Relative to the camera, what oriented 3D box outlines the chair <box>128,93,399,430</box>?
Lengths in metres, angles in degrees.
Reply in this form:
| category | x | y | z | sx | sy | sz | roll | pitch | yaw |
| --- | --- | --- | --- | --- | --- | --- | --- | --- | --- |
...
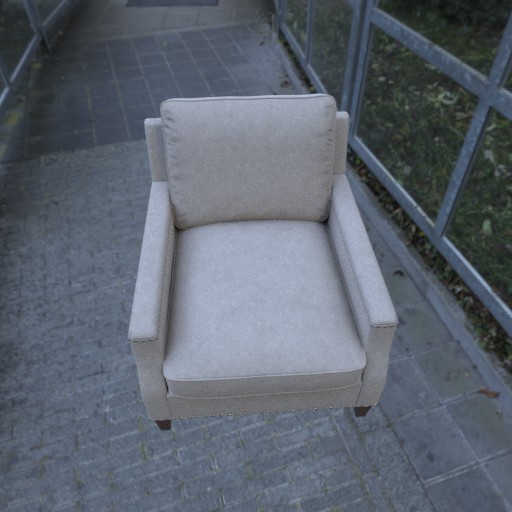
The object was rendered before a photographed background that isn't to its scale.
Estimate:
| category | x | y | z | sx | sy | sz | roll | pitch | yaw |
| --- | --- | --- | --- | --- | --- | --- | --- | --- | --- |
| chair | 0.000 | 0.000 | 1.724 | 0.853 | 0.943 | 1.014 | -3 | 45 | -3 |
